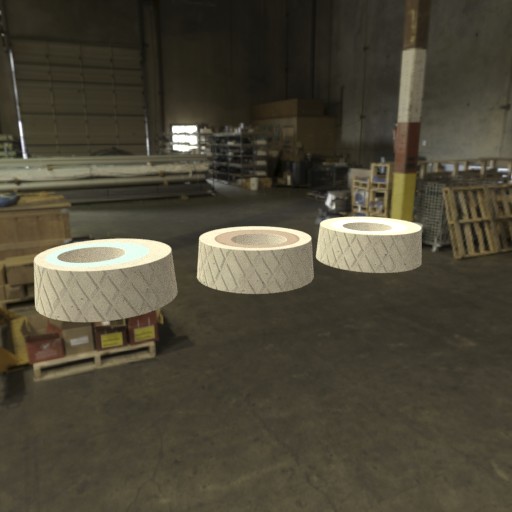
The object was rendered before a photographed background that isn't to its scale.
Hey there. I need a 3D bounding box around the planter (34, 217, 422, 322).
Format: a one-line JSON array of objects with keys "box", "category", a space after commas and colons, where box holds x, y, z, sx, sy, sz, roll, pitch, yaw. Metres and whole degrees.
[{"box": [0.000, 0.000, 0.429, 0.390, 0.038, 0.114, -7, 16, -25], "category": "planter"}]
